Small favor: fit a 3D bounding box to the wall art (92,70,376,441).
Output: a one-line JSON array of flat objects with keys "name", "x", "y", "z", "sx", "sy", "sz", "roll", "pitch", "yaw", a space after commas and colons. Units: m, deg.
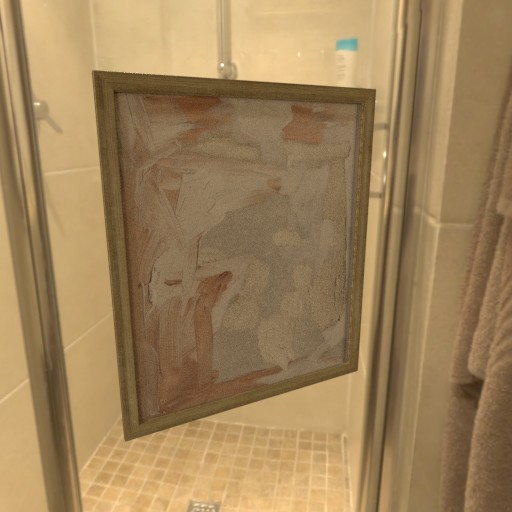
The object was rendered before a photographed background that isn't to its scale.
[{"name": "wall art", "x": 0.000, "y": 0.000, "z": 0.757, "sx": 0.483, "sy": 0.559, "sz": 0.009, "roll": -8, "pitch": 17, "yaw": -27}]
